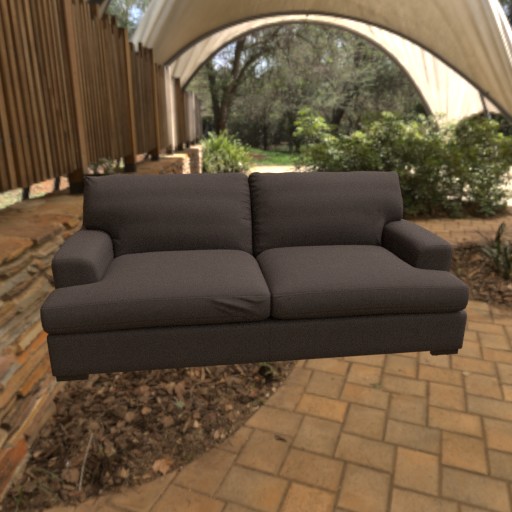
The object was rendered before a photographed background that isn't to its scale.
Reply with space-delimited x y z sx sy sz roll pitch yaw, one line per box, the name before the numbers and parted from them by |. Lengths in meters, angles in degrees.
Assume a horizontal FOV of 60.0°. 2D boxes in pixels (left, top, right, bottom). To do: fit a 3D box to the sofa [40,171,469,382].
sofa | 0.000 0.000 2.740 2.271 0.950 1.140 -2 17 -7
